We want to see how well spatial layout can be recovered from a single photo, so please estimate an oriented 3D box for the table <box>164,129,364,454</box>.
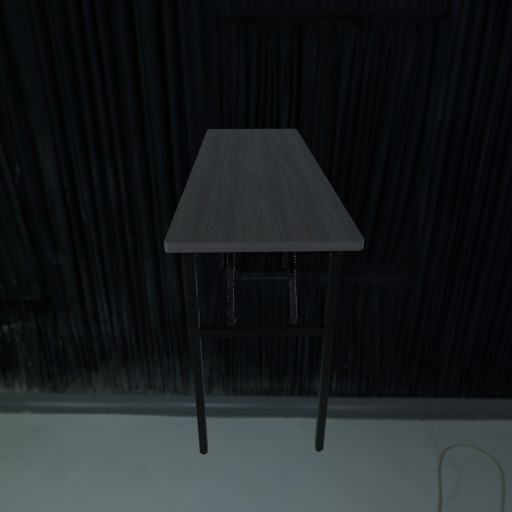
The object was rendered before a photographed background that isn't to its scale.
[{"bbox_3d":[0.000,0.000,1.780,0.449,0.750,1.399,-1,26,-1],"label":"table"}]
